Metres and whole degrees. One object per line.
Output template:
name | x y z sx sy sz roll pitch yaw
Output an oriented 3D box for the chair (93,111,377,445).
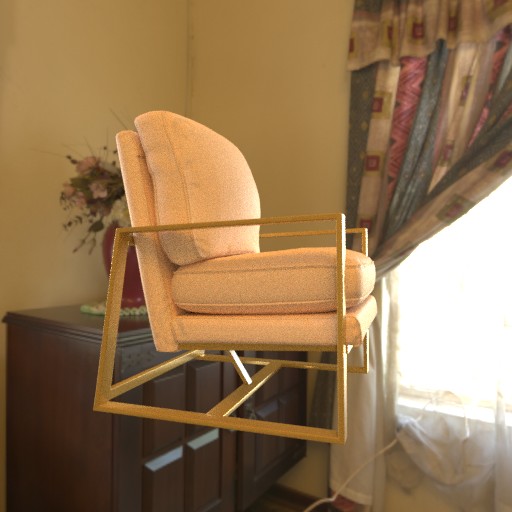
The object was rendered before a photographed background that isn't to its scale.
chair | 0.000 0.000 1.598 0.813 0.956 0.758 0 0 19
